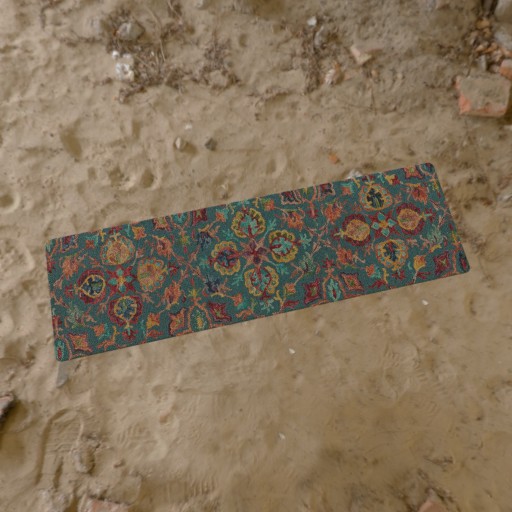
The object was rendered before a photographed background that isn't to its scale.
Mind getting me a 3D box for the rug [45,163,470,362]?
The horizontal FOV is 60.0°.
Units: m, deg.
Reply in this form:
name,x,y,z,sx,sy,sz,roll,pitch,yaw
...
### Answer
name,x,y,z,sx,sy,sz,roll,pitch,yaw
rug,0.000,0.000,2.470,2.286,0.013,0.686,-12,75,-3
